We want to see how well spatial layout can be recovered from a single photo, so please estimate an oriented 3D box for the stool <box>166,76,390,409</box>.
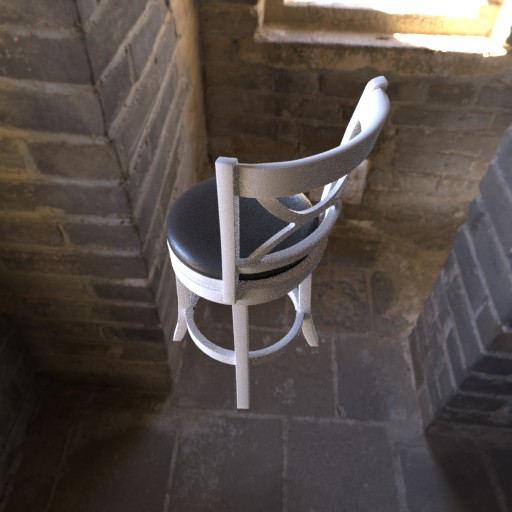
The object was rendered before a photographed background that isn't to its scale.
[{"bbox_3d":[0.000,0.000,1.208,0.444,0.953,0.508,-34,55,-29],"label":"stool"}]
